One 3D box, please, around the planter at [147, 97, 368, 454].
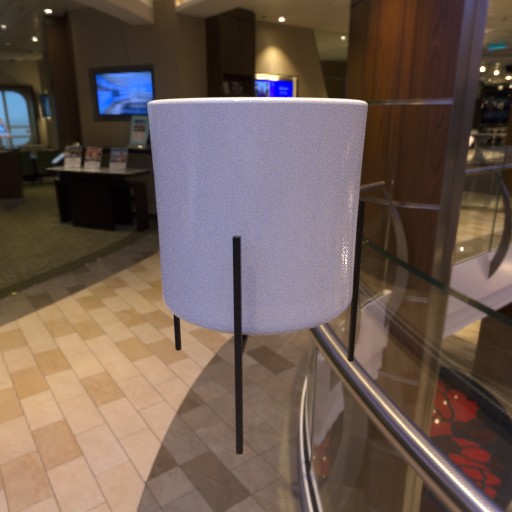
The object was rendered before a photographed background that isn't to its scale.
[{"bbox_3d":[0.000,0.000,0.730,0.360,0.480,0.361,2,17,7],"label":"planter"}]
